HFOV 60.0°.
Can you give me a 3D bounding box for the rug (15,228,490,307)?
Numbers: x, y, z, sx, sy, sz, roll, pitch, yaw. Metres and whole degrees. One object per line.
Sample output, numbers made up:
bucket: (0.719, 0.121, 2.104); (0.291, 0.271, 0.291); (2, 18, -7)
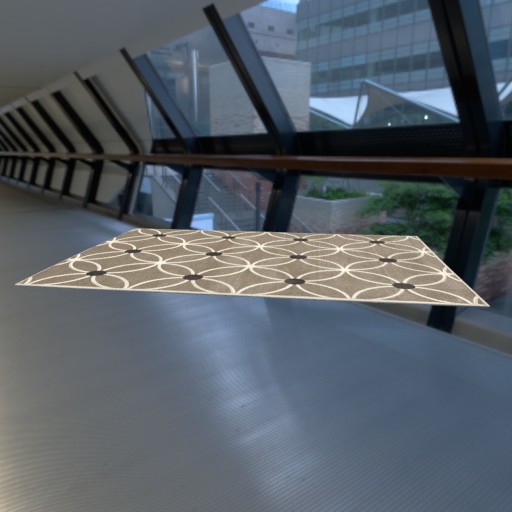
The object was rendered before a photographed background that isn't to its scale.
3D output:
rug: (0.000, 0.000, 2.821); (2.284, 0.008, 1.522); (2, 15, 7)
